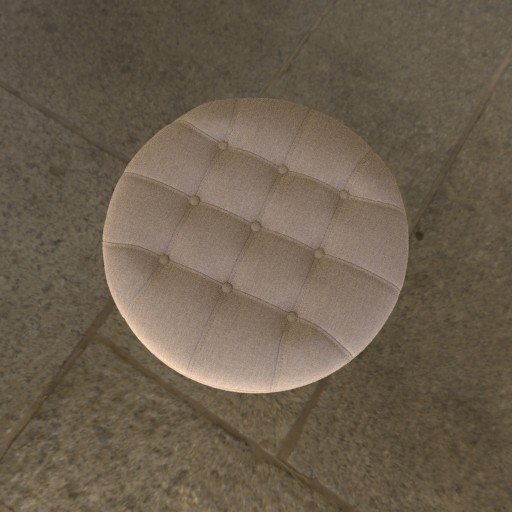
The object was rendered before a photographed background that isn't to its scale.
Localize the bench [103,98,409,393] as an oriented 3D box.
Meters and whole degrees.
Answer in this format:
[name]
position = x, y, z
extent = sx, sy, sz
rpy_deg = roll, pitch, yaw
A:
[bench]
position = 0.000, 0.000, 1.028
extent = 0.600, 0.454, 0.600
rpy_deg = 0, 75, 0
